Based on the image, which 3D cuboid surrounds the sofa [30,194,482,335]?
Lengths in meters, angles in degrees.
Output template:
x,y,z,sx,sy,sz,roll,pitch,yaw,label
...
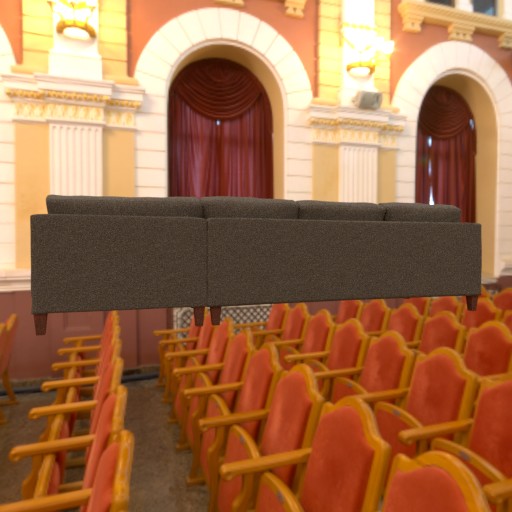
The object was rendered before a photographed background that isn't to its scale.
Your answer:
x,y,z,sx,sy,sz,roll,pitch,yaw,label
0.000,0.000,3.726,3.186,0.846,1.625,0,1,-18,sofa
